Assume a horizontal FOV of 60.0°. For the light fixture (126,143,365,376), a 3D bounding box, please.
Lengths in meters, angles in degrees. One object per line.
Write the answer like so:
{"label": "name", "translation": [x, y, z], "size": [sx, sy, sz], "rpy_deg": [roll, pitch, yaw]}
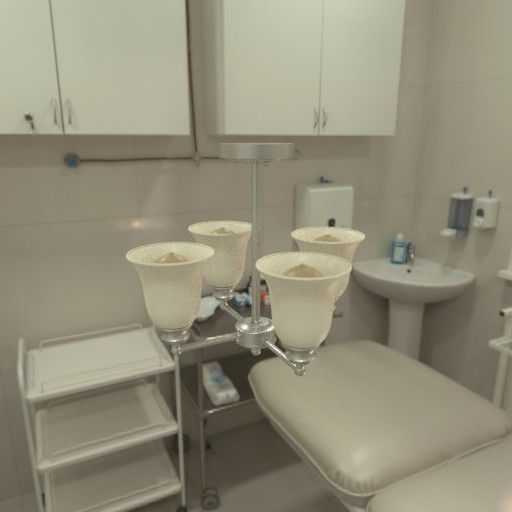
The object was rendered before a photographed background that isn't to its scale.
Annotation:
{"label": "light fixture", "translation": [0.000, 0.000, 0.753], "size": [0.427, 0.370, 0.427], "rpy_deg": [-7, 17, -26]}
